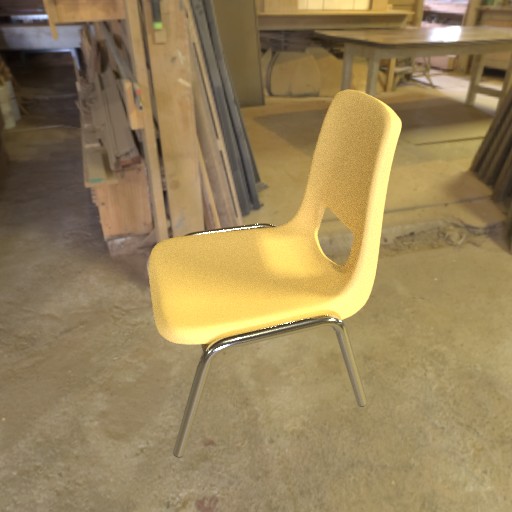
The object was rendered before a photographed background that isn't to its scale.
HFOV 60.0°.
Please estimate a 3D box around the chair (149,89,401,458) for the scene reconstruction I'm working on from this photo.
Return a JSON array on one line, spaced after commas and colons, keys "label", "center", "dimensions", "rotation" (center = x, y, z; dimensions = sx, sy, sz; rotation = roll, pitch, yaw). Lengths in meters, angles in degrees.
[{"label": "chair", "center": [0.000, 0.000, 0.796], "dimensions": [0.385, 0.536, 0.354], "rotation": [-8, 33, -13]}]
